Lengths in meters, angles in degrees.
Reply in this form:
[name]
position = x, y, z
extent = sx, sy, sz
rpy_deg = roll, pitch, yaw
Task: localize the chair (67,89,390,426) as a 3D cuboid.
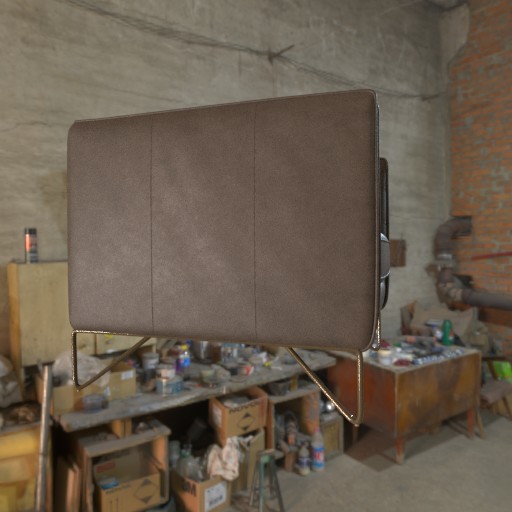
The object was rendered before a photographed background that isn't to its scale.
[chair]
position = 0.000, 0.000, 1.547
extent = 0.894, 0.790, 0.880
rpy_deg = 0, 0, 18
